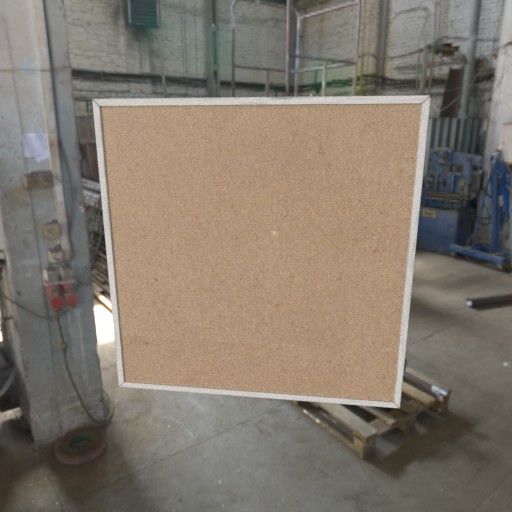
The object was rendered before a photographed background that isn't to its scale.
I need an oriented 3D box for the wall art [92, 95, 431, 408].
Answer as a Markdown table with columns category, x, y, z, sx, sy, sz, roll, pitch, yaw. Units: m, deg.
| category | x | y | z | sx | sy | sz | roll | pitch | yaw |
| --- | --- | --- | --- | --- | --- | --- | --- | --- | --- |
| wall art | 0.000 | 0.000 | 0.454 | 0.305 | 0.305 | 0.038 | 2 | 16 | 7 |
